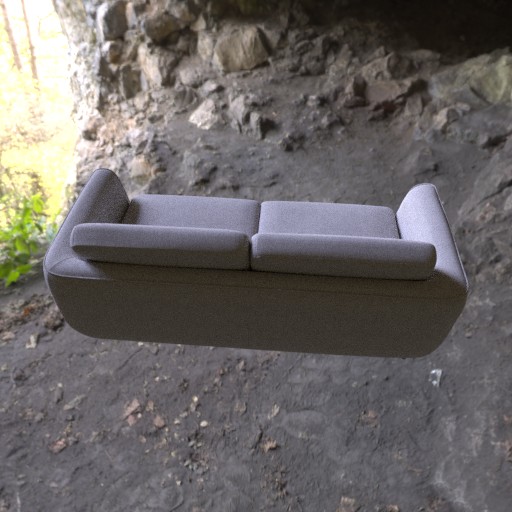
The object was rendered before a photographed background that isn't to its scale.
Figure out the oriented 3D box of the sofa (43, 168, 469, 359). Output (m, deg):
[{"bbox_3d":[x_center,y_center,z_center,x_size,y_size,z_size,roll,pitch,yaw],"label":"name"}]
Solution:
[{"bbox_3d":[0.000,0.000,2.413,2.000,0.850,0.920,3,47,3],"label":"sofa"}]
